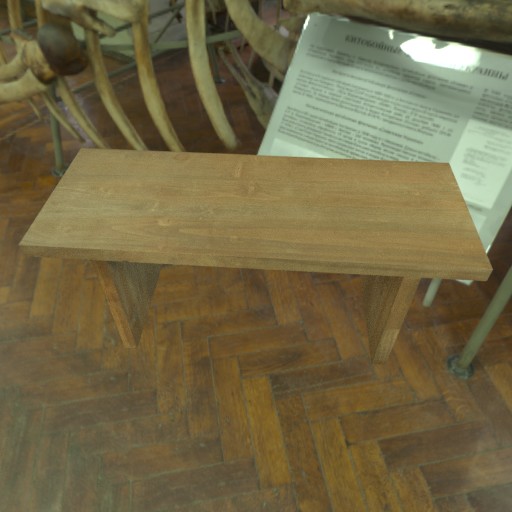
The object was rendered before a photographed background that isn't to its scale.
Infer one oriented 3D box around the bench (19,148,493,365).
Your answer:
[{"bbox_3d":[0.000,0.000,1.425,1.183,0.458,0.458,3,46,3],"label":"bench"}]
